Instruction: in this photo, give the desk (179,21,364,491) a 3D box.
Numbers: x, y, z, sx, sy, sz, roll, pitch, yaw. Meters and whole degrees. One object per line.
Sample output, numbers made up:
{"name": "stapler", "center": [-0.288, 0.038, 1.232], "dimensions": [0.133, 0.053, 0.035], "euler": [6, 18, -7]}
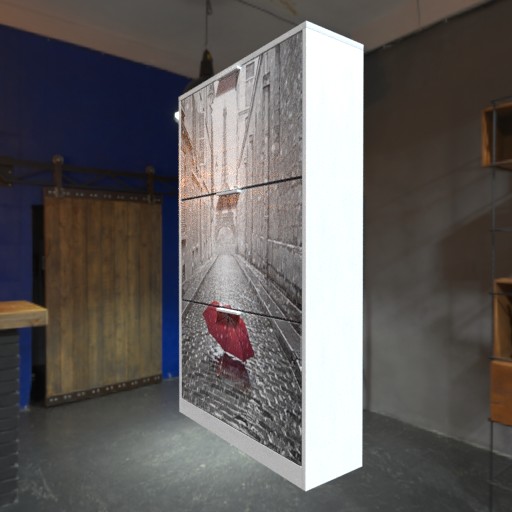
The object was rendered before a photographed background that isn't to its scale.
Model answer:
{"name": "desk", "center": [0.000, 0.000, 1.571], "dimensions": [0.250, 1.280, 0.750], "euler": [-1, 1, -37]}
